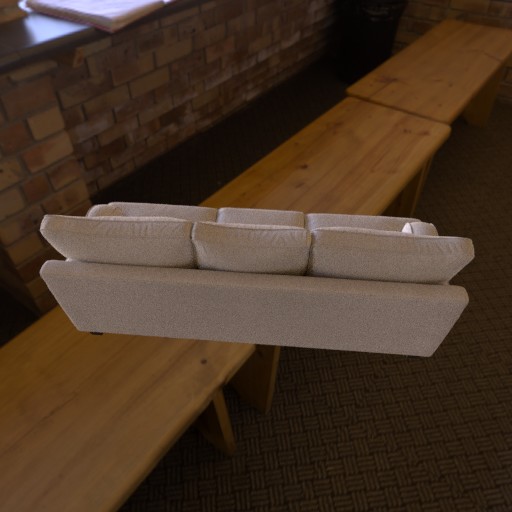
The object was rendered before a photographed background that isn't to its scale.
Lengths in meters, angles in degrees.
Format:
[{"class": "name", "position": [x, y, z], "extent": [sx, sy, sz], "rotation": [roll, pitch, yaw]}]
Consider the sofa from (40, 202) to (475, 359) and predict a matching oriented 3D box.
[{"class": "sofa", "position": [0.000, 0.000, 2.881], "extent": [2.323, 0.991, 1.016], "rotation": [4, 45, 4]}]
